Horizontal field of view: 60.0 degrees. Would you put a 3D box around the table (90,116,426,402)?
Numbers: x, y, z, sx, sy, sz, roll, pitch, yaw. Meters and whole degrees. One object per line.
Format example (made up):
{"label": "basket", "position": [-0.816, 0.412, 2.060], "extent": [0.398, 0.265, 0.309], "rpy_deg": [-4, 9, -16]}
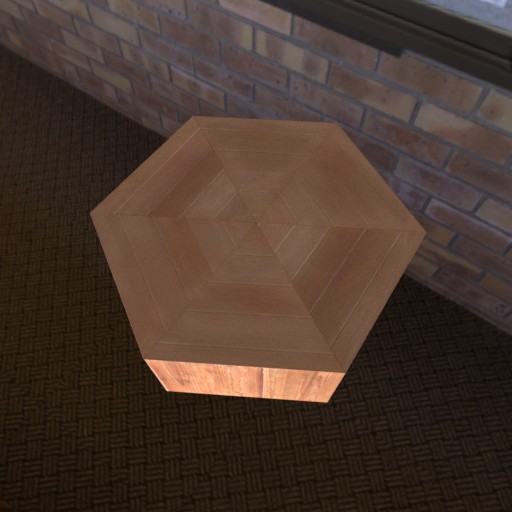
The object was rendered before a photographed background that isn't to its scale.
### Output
{"label": "table", "position": [0.000, 0.000, 1.713], "extent": [1.154, 0.456, 1.000], "rpy_deg": [3, 60, 2]}
